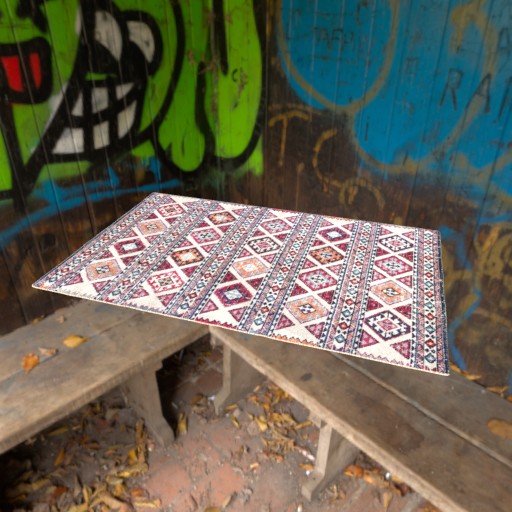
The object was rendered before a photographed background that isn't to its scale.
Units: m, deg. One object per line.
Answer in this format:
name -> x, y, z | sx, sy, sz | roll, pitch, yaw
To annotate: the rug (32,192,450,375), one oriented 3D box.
rug -> 0.000, 0.000, 3.049 | 2.440, 0.010, 1.545 | 9, 32, 15
